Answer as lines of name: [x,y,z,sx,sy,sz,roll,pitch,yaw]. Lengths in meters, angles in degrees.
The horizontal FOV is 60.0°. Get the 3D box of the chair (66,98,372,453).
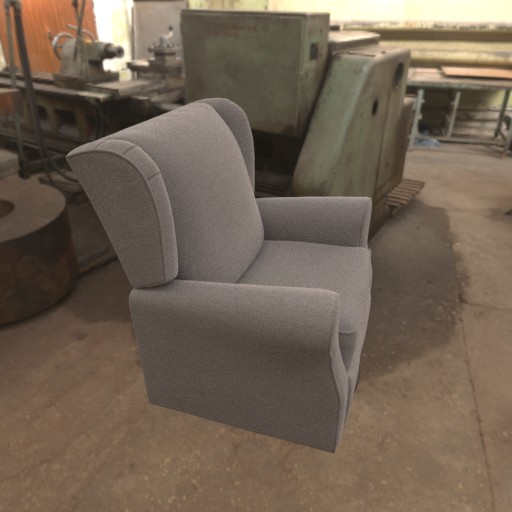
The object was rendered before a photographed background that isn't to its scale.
chair: [0.000,0.000,1.625,0.854,0.966,0.906,9,30,16]
